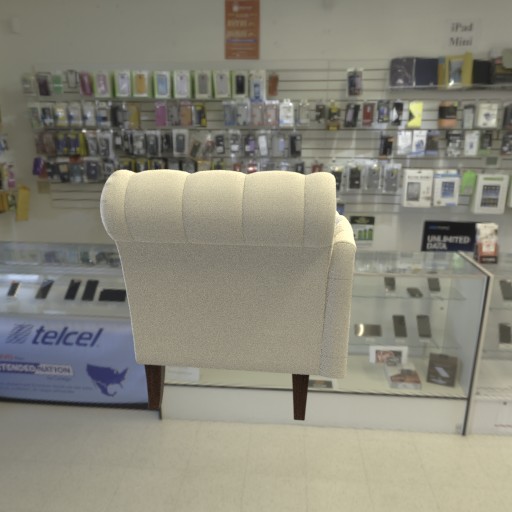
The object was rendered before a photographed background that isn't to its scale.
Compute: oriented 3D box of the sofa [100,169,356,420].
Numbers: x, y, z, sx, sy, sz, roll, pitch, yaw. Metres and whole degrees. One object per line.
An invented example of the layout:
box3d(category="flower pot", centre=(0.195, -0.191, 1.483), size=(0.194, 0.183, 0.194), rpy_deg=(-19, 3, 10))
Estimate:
box3d(category="sofa", centre=(0.000, 0.000, 1.807), size=(0.675, 0.787, 1.379), rpy_deg=(2, 16, 7))
